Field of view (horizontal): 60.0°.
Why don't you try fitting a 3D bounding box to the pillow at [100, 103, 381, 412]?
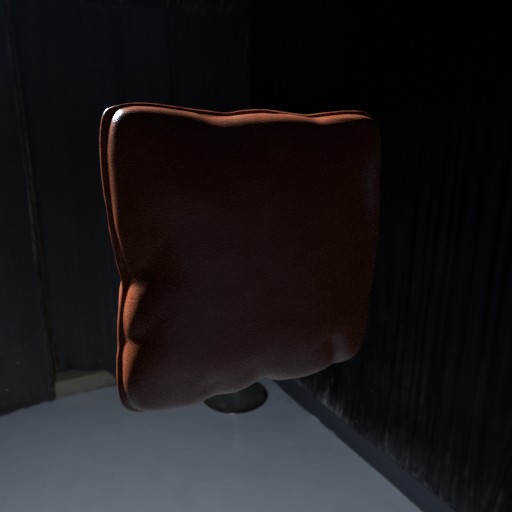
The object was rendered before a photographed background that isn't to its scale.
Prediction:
[{"bbox_3d":[0.000,0.000,0.821,0.532,0.523,0.236,-7,16,-26],"label":"pillow"}]
